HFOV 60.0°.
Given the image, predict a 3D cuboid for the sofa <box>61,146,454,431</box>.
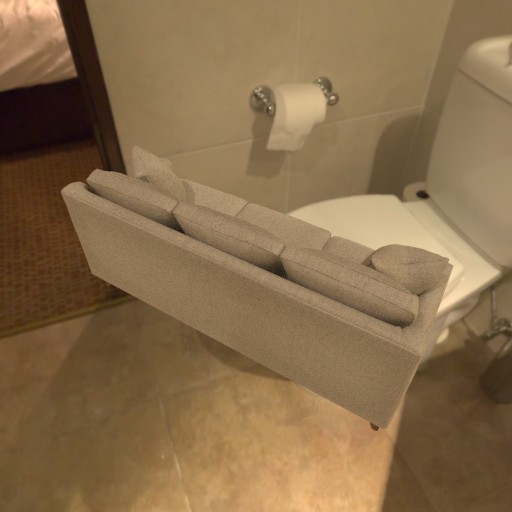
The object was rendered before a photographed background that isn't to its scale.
[{"bbox_3d":[0.000,0.000,2.574,2.031,0.914,0.865,23,50,22],"label":"sofa"}]
